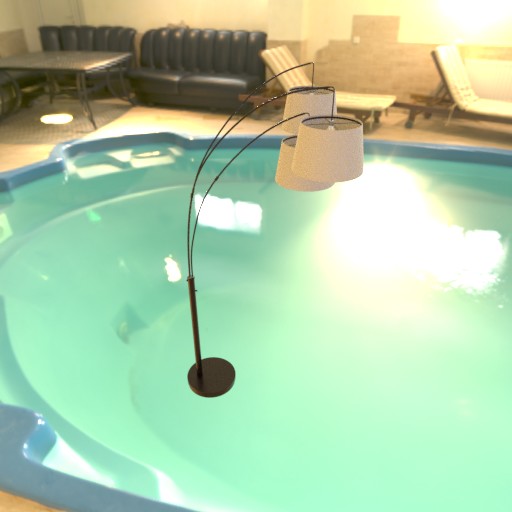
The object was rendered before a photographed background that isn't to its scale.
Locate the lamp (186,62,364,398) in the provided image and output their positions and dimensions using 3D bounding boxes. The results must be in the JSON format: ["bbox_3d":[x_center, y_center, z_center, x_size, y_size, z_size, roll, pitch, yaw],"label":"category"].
[{"bbox_3d":[0.000,0.000,2.519,0.924,1.950,0.951,0,31,0],"label":"lamp"}]
